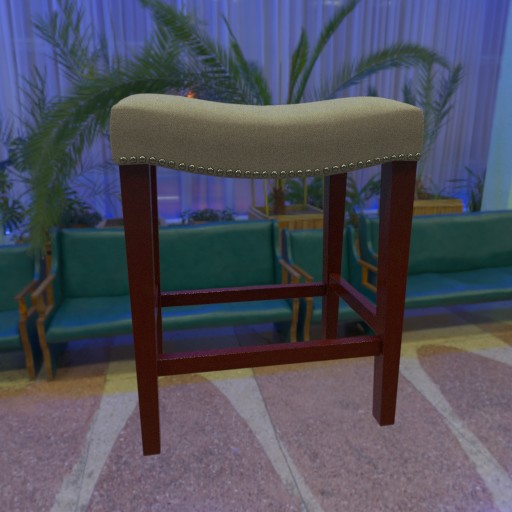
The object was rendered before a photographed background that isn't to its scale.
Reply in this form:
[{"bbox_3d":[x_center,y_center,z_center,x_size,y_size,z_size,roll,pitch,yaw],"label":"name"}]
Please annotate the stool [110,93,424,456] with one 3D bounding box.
[{"bbox_3d":[0.000,0.000,0.933,0.509,0.632,0.375,-3,16,-10],"label":"stool"}]
